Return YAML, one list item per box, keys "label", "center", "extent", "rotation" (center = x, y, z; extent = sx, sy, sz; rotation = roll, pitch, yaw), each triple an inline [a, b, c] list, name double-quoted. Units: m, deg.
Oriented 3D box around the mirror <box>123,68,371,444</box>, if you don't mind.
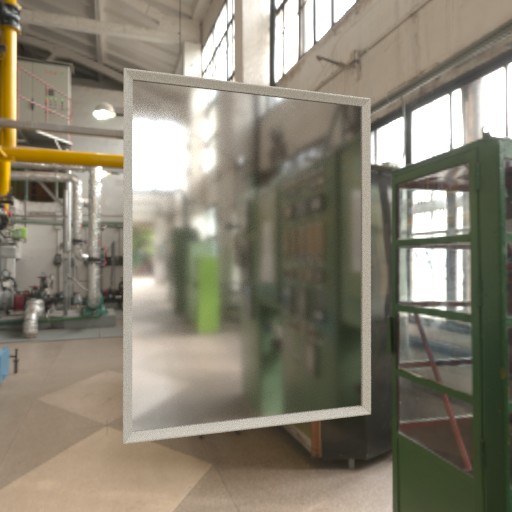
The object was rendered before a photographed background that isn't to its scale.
- label: "mirror"
  center: [0.000, 0.000, 1.330]
  extent: [0.762, 1.016, 0.041]
  rotation: [0, 0, -18]
